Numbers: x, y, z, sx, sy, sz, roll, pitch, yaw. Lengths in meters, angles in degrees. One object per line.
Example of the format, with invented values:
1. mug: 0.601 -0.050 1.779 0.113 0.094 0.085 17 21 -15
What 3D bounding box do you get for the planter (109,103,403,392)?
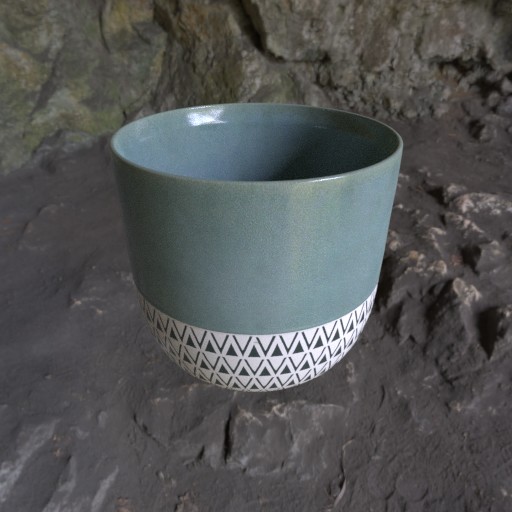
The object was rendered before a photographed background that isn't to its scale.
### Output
1. planter: 0.000 0.000 0.483 0.266 0.270 0.266 0 30 0
